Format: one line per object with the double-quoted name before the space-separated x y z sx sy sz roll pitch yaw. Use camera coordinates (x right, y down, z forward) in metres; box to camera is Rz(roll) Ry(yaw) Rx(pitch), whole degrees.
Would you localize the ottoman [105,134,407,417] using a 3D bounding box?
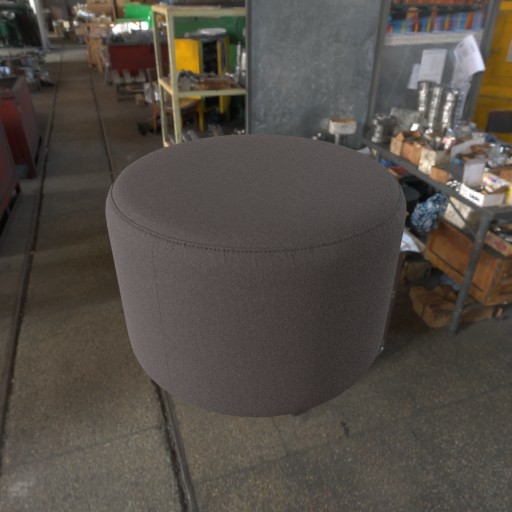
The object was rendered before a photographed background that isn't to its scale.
"ottoman" 0.000 0.000 1.008 0.608 0.433 0.608 0 31 0
